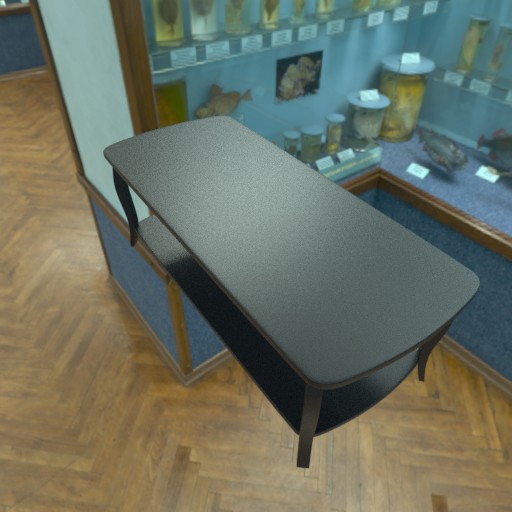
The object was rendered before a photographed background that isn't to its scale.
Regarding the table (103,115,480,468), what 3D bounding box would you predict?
[{"bbox_3d":[0.000,0.000,1.556,0.571,0.457,1.333,-24,46,-26],"label":"table"}]
